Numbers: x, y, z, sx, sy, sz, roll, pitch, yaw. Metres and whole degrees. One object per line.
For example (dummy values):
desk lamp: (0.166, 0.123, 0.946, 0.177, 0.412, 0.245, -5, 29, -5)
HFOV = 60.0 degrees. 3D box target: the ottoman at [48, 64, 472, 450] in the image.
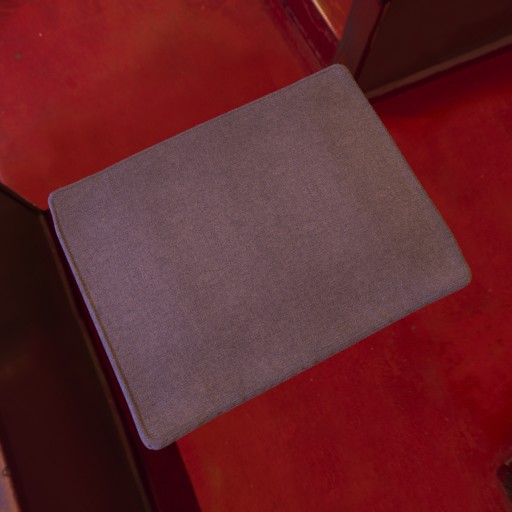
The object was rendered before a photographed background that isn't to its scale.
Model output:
ottoman: (0.000, 0.000, 1.211, 0.833, 0.492, 0.652, -26, 78, -6)
